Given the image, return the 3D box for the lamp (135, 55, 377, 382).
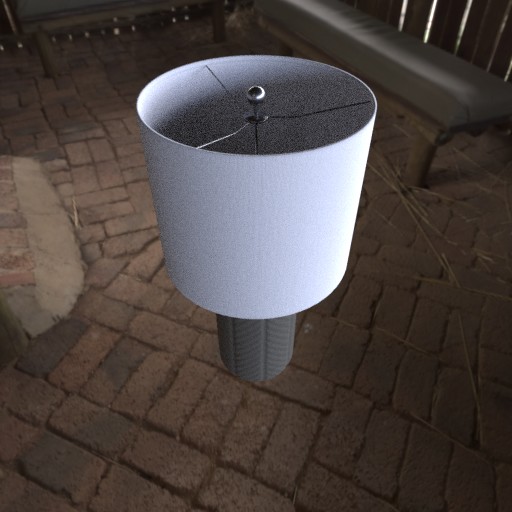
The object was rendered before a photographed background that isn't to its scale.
[{"bbox_3d":[0.000,0.000,0.506,0.203,0.389,0.203,0,43,0],"label":"lamp"}]
